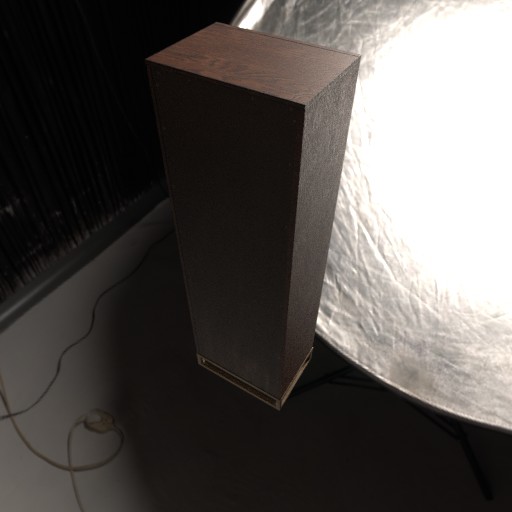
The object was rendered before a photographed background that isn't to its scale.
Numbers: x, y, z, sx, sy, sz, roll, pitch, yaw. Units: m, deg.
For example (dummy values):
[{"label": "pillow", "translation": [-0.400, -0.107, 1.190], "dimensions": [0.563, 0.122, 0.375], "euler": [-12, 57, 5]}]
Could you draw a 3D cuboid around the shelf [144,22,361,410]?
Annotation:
[{"label": "shelf", "translation": [0.000, 0.000, 1.954], "dimensions": [0.539, 1.732, 0.395], "euler": [24, 50, 21]}]
